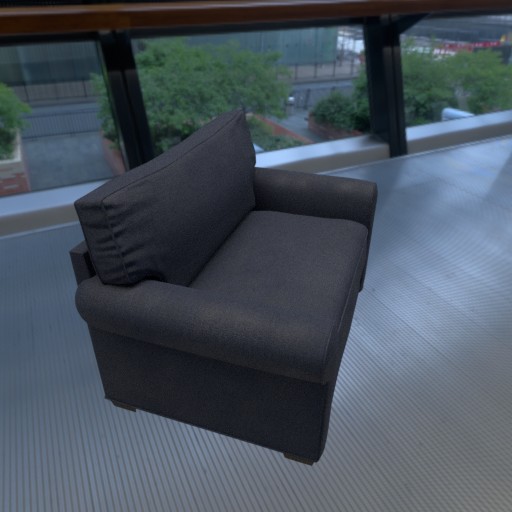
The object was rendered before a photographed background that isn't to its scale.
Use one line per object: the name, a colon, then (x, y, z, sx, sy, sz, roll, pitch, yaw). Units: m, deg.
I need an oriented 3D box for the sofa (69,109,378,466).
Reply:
sofa: (0.000, 0.000, 2.021, 0.938, 1.004, 1.405, 10, 32, 16)
